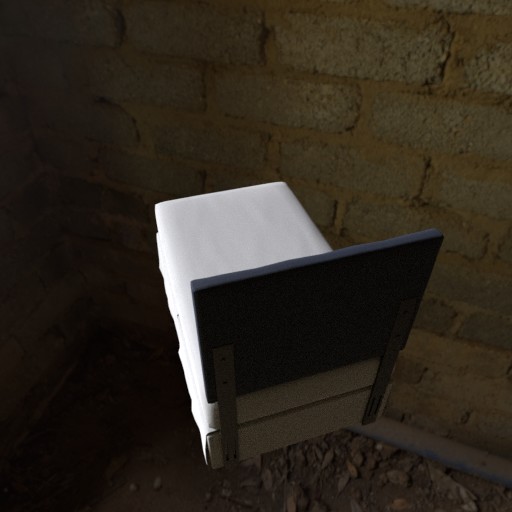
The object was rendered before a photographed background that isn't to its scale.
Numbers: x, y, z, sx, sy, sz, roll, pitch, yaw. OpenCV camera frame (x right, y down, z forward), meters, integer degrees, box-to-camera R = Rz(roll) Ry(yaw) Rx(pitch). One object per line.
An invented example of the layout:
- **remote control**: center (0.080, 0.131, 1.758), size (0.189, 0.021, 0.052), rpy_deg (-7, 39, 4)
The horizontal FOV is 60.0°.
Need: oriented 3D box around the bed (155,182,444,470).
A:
- **bed**: center (0.000, 0.000, 3.036), size (1.261, 1.571, 1.997), rpy_deg (-12, 42, -13)
